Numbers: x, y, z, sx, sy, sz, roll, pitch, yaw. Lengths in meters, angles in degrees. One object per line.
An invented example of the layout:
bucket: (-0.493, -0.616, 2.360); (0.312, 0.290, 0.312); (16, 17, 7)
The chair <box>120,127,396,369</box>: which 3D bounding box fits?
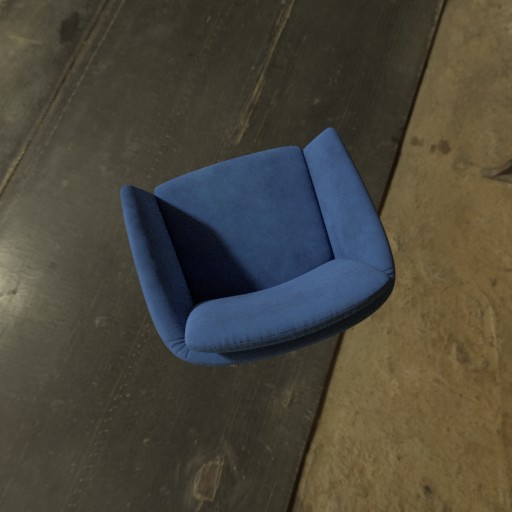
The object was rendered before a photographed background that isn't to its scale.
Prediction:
chair: (0.000, 0.000, 1.390); (0.641, 0.908, 0.635); (-17, 76, -4)
